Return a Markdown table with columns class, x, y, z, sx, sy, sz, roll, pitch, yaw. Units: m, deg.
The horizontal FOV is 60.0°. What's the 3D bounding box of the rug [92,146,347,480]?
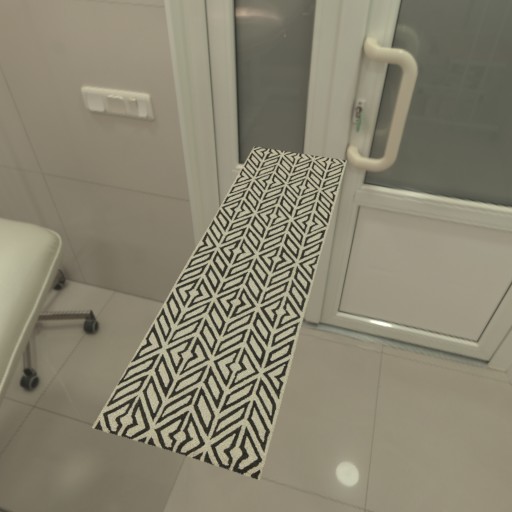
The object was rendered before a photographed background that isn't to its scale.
| class | x | y | z | sx | sy | sz | roll | pitch | yaw |
| --- | --- | --- | --- | --- | --- | --- | --- | --- | --- |
| rug | 0.000 | 0.000 | 2.662 | 0.750 | 0.009 | 2.435 | 12 | 45 | 12 |
